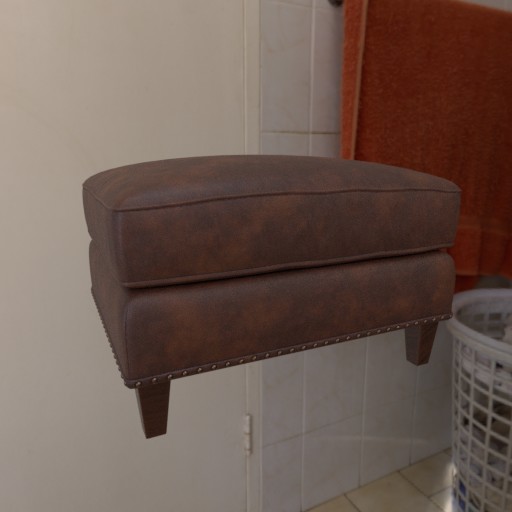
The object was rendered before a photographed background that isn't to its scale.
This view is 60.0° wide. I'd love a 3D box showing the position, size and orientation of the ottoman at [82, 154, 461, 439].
[{"bbox_3d":[0.000,0.000,1.090,0.742,0.486,0.586,-6,15,-25],"label":"ottoman"}]
